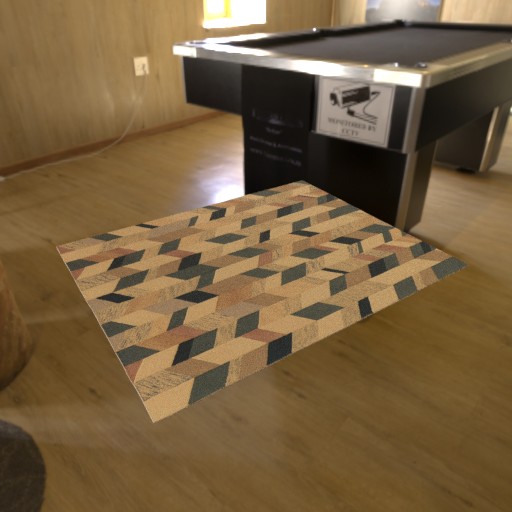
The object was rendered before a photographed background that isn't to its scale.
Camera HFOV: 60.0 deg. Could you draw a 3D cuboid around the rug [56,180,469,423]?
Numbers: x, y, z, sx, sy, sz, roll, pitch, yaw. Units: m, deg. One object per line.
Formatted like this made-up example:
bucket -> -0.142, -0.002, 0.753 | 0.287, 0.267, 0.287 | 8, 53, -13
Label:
rug -> 0.000, 0.000, 4.193 | 3.072, 0.011, 2.451 | -19, 37, -28
